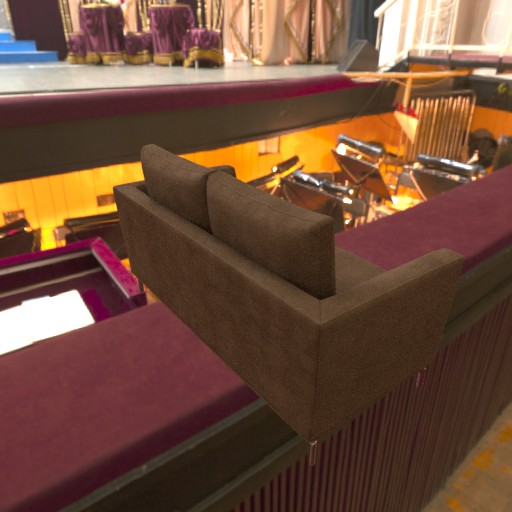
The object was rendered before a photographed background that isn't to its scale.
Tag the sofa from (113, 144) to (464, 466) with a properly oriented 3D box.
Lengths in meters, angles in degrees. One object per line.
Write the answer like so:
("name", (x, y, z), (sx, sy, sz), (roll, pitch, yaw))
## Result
("sofa", (0.000, 0.000, 2.385), (0.855, 1.013, 1.832), (-18, 32, -32))
